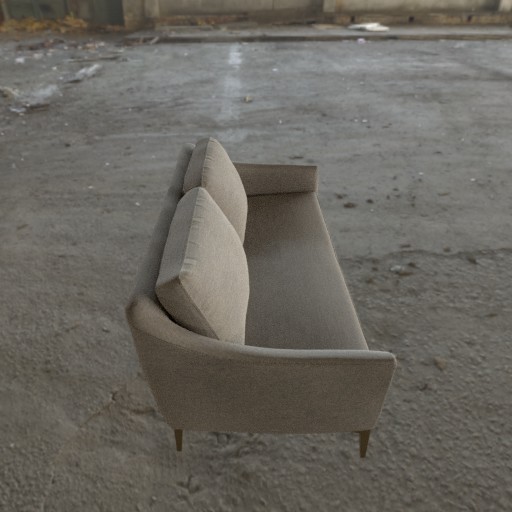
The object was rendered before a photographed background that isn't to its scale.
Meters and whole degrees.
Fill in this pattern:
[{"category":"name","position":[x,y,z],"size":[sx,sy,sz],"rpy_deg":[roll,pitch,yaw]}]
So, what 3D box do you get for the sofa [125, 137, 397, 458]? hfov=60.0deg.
[{"category":"sofa","position":[0.000,0.000,2.522],"size":[0.980,0.913,2.036],"rpy_deg":[-1,32,-1]}]
